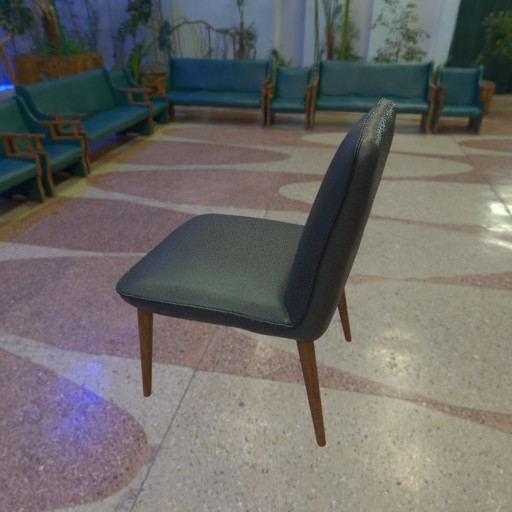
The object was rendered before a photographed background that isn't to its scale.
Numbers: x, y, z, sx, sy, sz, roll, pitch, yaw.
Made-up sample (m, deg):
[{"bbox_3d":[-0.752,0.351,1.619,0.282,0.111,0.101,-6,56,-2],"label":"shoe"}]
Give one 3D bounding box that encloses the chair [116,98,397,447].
[{"bbox_3d":[0.000,0.000,1.226,0.645,0.801,0.543,7,30,13],"label":"chair"}]
